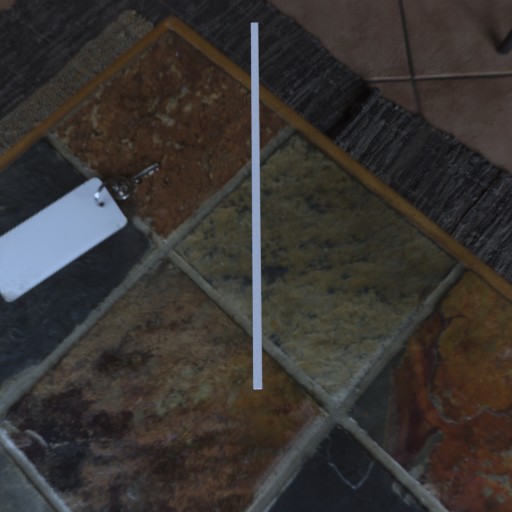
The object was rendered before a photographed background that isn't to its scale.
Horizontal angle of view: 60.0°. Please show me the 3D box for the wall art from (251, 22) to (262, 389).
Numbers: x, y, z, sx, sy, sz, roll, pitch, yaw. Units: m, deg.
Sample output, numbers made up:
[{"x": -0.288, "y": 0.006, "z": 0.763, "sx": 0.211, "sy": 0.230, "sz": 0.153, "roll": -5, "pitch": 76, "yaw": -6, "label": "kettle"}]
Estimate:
[{"x": 0.000, "y": 0.000, "z": 1.202, "sx": 0.013, "sy": 0.940, "sz": 0.659, "roll": 0, "pitch": 75, "yaw": 0, "label": "wall art"}]
